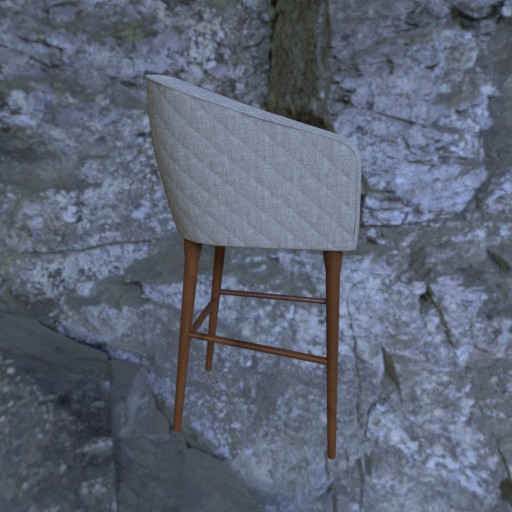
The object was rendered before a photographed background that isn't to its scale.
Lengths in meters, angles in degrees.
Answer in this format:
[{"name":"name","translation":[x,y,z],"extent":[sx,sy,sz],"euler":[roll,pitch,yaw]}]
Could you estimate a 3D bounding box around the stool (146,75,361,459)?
[{"name":"stool","translation":[0.000,0.000,1.415],"extent":[0.607,1.078,0.559],"euler":[3,16,9]}]
